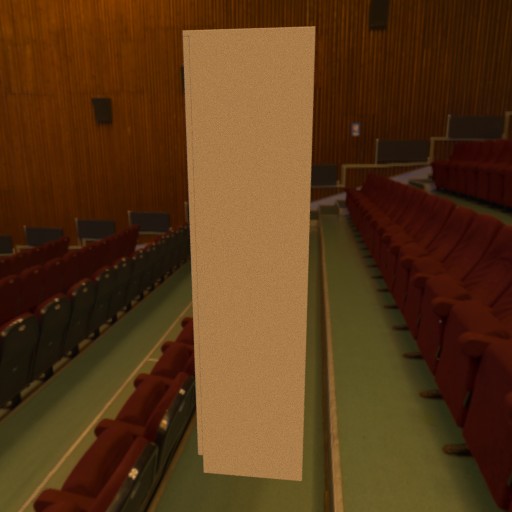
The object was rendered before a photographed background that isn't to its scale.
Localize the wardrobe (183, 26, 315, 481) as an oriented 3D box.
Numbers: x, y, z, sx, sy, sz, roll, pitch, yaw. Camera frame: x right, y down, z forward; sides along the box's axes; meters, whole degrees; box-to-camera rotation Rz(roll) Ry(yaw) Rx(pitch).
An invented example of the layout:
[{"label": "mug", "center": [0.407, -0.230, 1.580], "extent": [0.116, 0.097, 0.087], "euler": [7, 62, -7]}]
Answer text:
[{"label": "wardrobe", "center": [0.000, 0.000, 2.003], "extent": [0.470, 1.700, 0.760], "euler": [2, 14, 7]}]
